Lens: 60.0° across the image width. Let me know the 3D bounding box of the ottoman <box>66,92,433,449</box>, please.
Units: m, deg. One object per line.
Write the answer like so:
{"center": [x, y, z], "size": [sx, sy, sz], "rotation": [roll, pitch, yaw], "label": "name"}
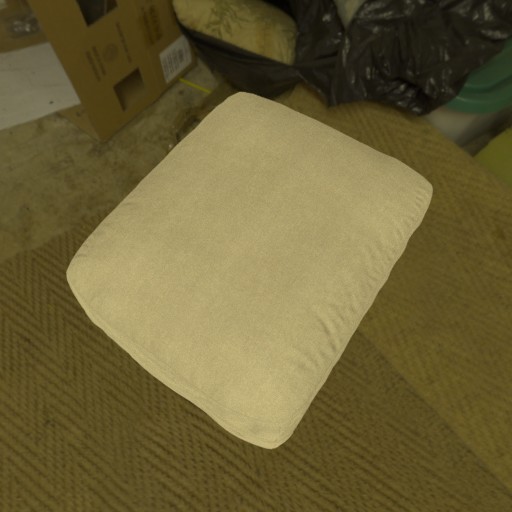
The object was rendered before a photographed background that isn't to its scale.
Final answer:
{"center": [0.000, 0.000, 1.082], "size": [0.584, 0.480, 0.712], "rotation": [31, 67, 15], "label": "ottoman"}
